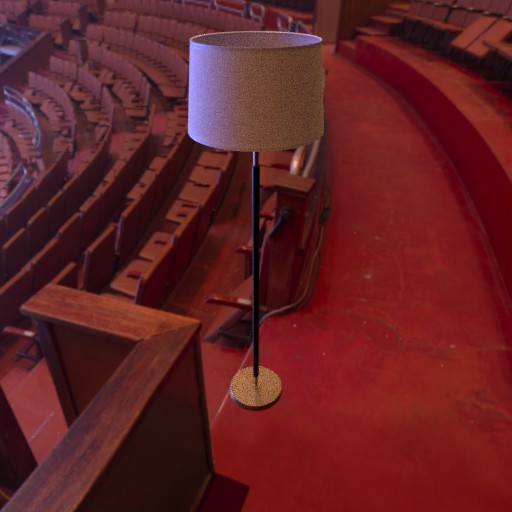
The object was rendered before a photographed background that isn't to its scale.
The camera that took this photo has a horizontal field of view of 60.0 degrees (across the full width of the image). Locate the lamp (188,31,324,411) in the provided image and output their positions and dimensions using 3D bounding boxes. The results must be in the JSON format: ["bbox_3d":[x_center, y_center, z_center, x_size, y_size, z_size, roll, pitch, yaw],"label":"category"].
[{"bbox_3d":[0.000,0.000,1.632,0.420,1.447,0.420,0,33,0],"label":"lamp"}]
